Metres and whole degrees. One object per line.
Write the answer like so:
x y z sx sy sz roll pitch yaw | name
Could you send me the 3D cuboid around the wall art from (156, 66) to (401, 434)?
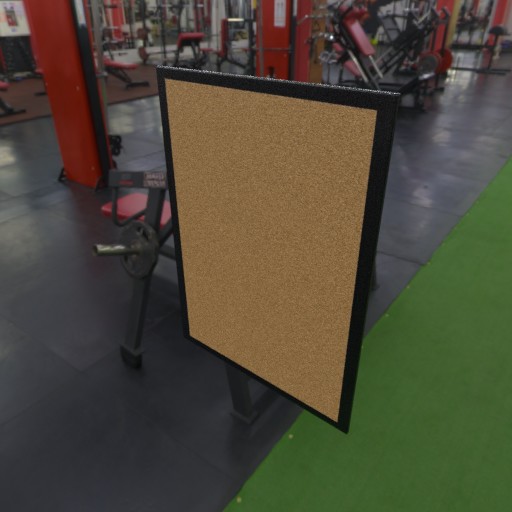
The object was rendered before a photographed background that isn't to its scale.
0.000 0.000 1.282 0.707 0.967 0.013 22 36 33 | wall art
